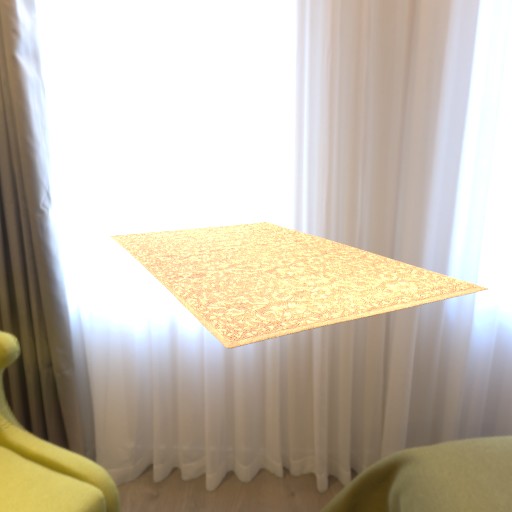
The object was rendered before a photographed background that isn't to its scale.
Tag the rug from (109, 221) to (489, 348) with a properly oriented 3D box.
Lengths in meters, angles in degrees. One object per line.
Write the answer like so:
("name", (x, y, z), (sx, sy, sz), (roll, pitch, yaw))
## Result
("rug", (0.000, 0.000, 3.049), (1.529, 0.012, 2.435), (-7, 16, -27))
